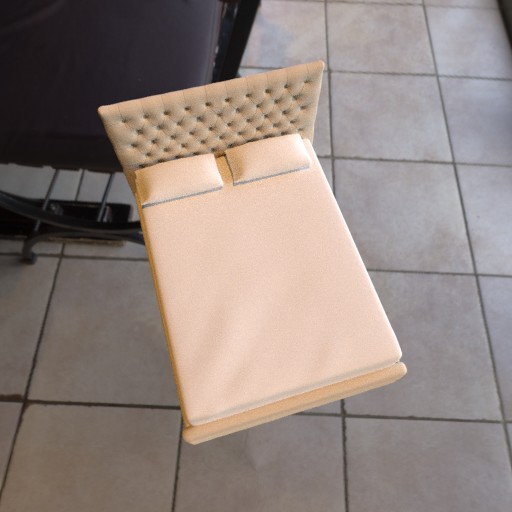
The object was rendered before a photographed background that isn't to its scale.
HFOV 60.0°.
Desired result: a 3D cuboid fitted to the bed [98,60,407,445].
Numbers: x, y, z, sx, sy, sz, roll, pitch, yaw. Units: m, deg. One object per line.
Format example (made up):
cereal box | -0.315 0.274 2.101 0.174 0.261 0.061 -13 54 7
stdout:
bed | 0.000 0.000 3.379 1.696 1.426 2.233 -15 65 -7
